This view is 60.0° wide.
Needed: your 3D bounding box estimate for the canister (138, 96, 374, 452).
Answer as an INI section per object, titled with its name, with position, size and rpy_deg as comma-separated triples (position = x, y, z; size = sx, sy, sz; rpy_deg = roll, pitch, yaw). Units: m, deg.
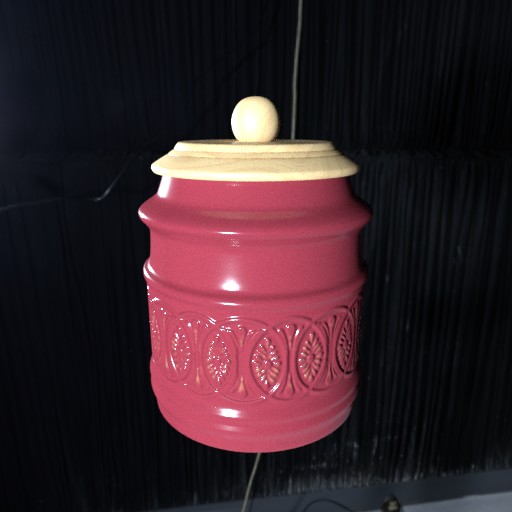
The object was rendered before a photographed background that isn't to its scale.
[canister]
position = 0.000, 0.000, 0.260
size = 0.130, 0.176, 0.130
rpy_deg = 0, 16, 0
